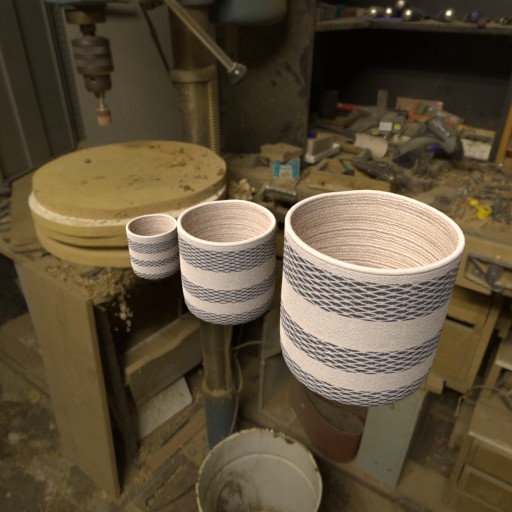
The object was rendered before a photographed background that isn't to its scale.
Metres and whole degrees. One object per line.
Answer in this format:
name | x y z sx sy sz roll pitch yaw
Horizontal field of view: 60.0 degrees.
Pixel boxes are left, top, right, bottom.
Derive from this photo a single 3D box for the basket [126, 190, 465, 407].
basket | 0.000 0.000 1.113 0.917 0.356 0.351 20 36 30
